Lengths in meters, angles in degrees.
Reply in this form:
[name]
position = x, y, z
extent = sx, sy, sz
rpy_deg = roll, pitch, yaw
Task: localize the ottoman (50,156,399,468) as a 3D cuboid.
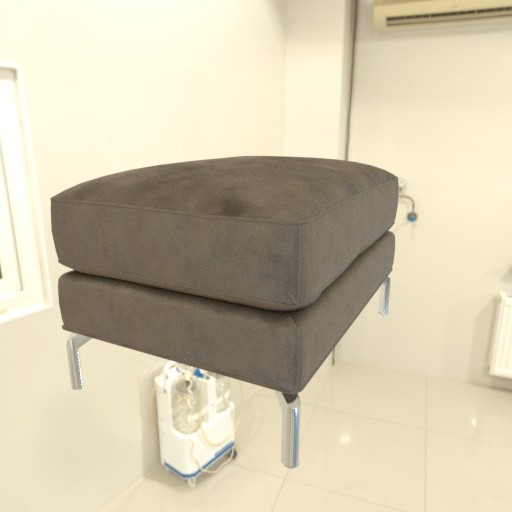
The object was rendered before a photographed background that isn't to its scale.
[ottoman]
position = 0.000, 0.000, 1.046
extent = 0.520, 0.456, 0.719
rpy_deg = 8, 17, 26
